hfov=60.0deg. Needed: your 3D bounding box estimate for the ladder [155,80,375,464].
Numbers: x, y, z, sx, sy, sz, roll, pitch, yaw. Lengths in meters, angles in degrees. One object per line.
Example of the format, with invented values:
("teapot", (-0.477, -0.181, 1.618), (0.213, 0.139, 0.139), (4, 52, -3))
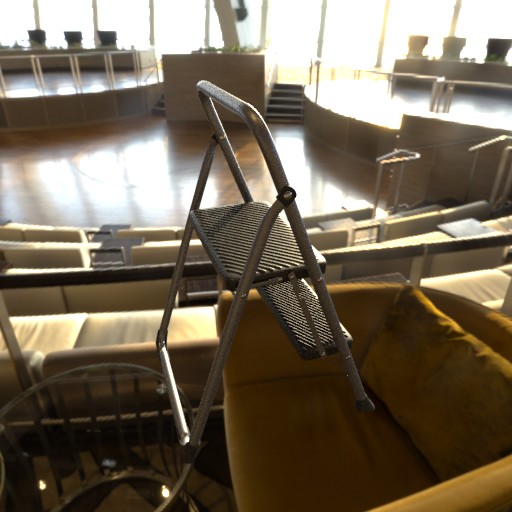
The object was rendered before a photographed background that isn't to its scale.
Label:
("ladder", (0.000, 0.000, 1.008), (0.472, 0.720, 0.430), (-10, 31, -17))
